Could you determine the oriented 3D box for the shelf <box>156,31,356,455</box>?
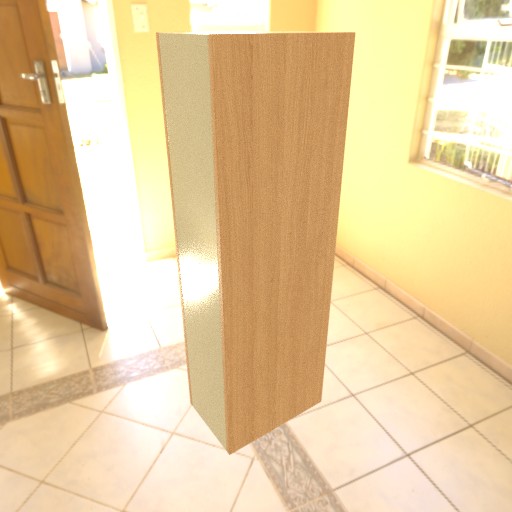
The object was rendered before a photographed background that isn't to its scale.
[{"bbox_3d":[0.000,0.000,0.978,0.290,0.882,0.197,-18,33,-31],"label":"shelf"}]
